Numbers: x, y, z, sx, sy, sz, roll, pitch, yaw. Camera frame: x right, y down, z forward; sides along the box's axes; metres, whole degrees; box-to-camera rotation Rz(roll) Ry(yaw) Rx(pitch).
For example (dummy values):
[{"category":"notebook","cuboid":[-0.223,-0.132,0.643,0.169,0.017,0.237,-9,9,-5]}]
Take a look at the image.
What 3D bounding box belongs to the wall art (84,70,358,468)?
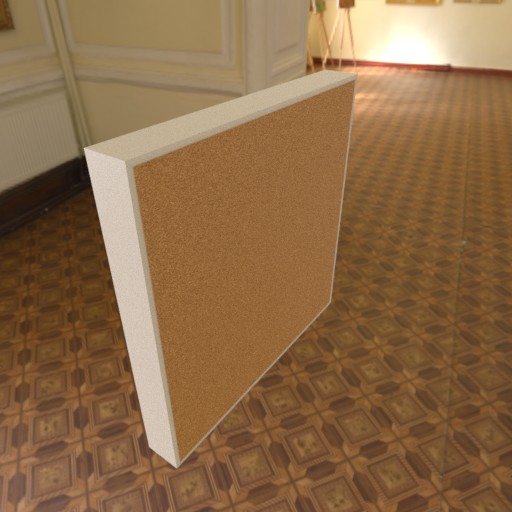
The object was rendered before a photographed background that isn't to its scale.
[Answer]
[{"category":"wall art","cuboid":[0.000,0.000,0.448,0.038,0.304,0.305,22,39,30]}]
